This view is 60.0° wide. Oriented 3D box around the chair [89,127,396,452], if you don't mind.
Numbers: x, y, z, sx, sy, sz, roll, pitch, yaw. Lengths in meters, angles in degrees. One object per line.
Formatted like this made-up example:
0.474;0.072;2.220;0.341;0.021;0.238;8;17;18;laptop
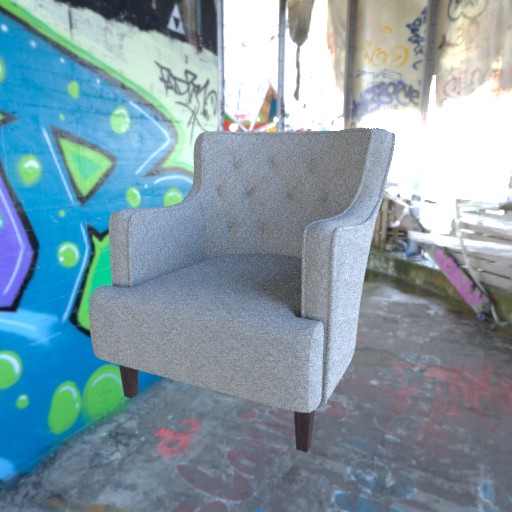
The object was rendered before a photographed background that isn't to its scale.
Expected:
0.000;0.000;1.646;0.820;0.920;0.910;6;15;25;chair
